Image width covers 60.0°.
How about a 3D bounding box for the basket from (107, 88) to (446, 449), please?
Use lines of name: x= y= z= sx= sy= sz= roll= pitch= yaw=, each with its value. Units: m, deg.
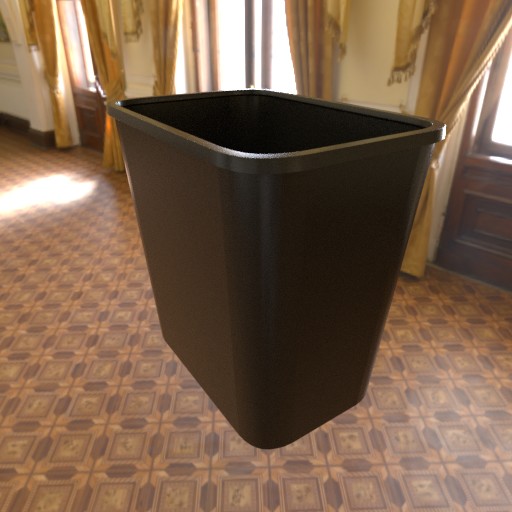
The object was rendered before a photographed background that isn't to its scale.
basket: x=0.000 y=0.000 z=0.488 sx=0.211 sy=0.307 sz=0.300 roll=-17 pitch=32 yaw=-30
